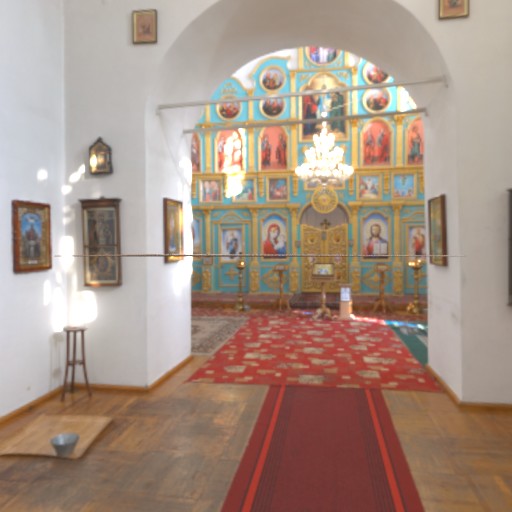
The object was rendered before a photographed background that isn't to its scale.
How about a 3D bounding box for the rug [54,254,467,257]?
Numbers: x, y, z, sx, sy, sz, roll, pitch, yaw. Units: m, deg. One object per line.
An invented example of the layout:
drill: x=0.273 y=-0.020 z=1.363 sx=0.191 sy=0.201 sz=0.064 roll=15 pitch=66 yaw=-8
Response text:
rug: x=0.000 y=0.000 z=4.185 sx=3.046 sy=0.008 sz=2.442 roll=0 pitch=0 yaw=-36
